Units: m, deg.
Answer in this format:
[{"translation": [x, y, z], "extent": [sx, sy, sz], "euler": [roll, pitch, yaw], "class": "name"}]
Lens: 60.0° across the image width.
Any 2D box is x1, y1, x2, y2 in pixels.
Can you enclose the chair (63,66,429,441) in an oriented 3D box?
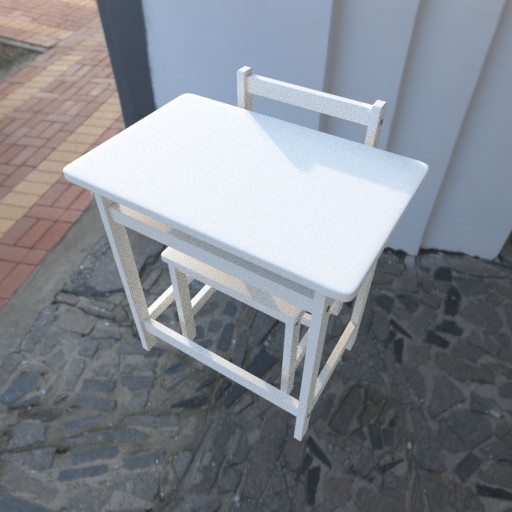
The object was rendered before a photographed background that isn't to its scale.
[{"translation": [0.000, 0.000, 1.060], "extent": [0.599, 0.673, 0.461], "euler": [24, 50, 22], "class": "chair"}]
